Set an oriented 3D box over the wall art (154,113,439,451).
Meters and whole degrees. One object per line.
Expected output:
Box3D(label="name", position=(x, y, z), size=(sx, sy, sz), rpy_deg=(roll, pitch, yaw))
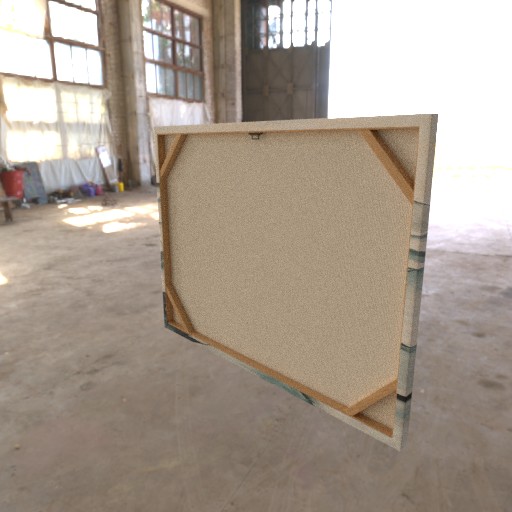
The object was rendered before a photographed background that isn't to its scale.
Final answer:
Box3D(label="wall art", position=(0.000, 0.000, 1.577), size=(0.039, 0.915, 1.219), rpy_deg=(-13, 19, -42))
